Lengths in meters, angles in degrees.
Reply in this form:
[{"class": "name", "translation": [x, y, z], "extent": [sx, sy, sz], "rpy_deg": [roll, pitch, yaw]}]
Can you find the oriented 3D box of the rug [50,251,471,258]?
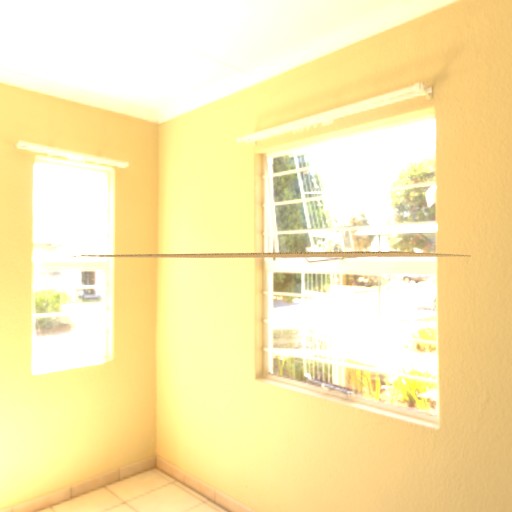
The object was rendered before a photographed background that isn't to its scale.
[{"class": "rug", "translation": [0.000, 0.000, 2.203], "extent": [1.752, 0.006, 1.142], "rpy_deg": [0, -1, 36]}]
